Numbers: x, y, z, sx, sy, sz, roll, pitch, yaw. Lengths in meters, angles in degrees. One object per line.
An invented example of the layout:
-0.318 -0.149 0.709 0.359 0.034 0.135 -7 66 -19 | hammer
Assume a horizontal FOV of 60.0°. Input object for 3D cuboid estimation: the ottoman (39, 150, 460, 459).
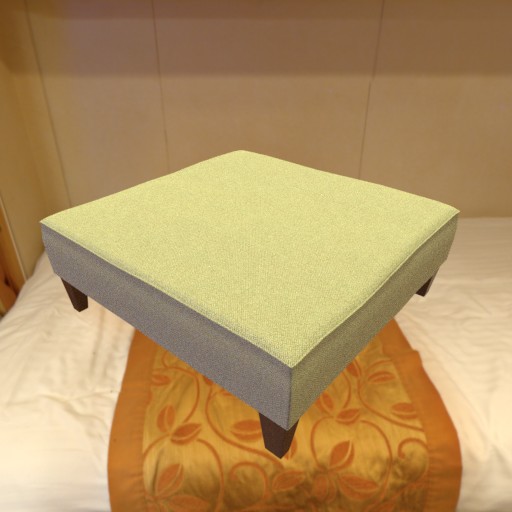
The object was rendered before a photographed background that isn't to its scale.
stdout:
0.000 0.000 1.519 1.004 0.379 0.968 23 37 34 | ottoman
